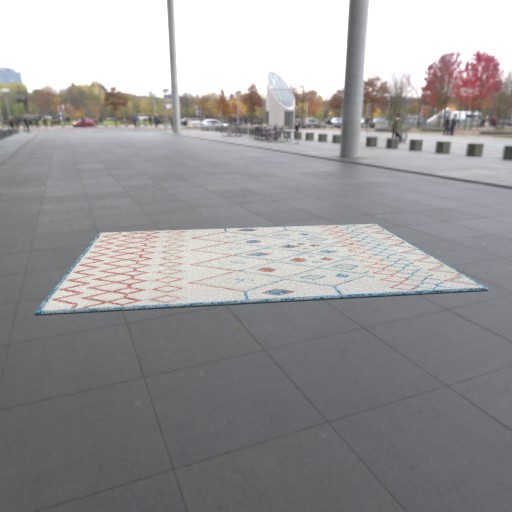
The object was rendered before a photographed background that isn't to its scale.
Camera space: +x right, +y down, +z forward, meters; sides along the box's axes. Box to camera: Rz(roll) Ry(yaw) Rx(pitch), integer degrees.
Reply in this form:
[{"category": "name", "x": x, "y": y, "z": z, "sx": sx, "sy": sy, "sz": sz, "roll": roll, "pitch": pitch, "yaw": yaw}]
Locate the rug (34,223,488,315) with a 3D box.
[{"category": "rug", "x": 0.000, "y": 0.000, "z": 2.337, "sx": 1.829, "sy": 0.016, "sz": 1.219, "roll": -2, "pitch": 17, "yaw": -7}]
